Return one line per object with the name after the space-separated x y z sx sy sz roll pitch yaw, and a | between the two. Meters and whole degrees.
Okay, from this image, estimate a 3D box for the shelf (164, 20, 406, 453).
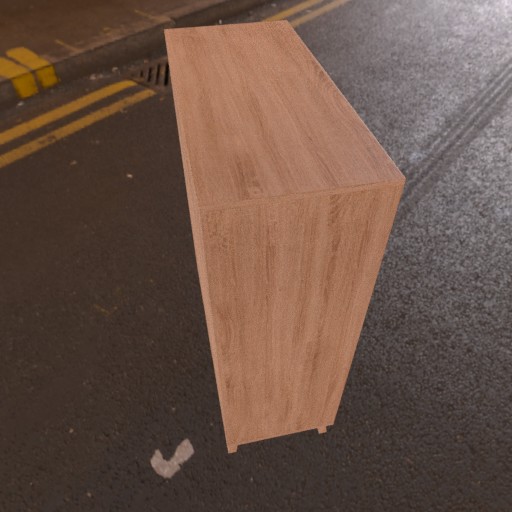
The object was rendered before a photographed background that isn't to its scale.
0.000 0.000 1.758 0.450 1.390 1.000 -9 47 -8 | shelf
